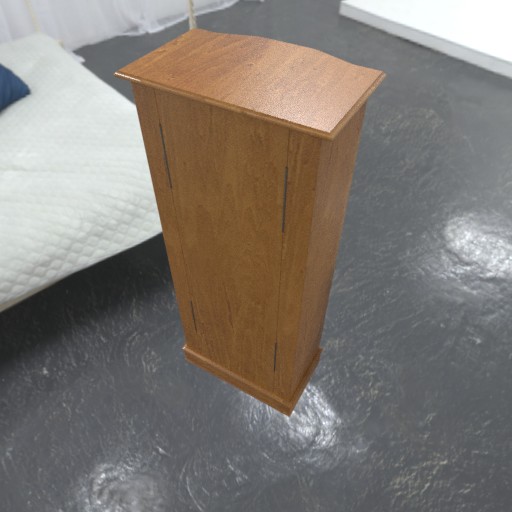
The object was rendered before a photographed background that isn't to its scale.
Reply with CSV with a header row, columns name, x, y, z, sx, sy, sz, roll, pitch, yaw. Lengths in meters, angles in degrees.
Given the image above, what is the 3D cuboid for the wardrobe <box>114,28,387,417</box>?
name,x,y,z,sx,sy,sz,roll,pitch,yaw
wardrobe,0.000,0.000,1.117,0.406,0.959,0.273,23,51,20
